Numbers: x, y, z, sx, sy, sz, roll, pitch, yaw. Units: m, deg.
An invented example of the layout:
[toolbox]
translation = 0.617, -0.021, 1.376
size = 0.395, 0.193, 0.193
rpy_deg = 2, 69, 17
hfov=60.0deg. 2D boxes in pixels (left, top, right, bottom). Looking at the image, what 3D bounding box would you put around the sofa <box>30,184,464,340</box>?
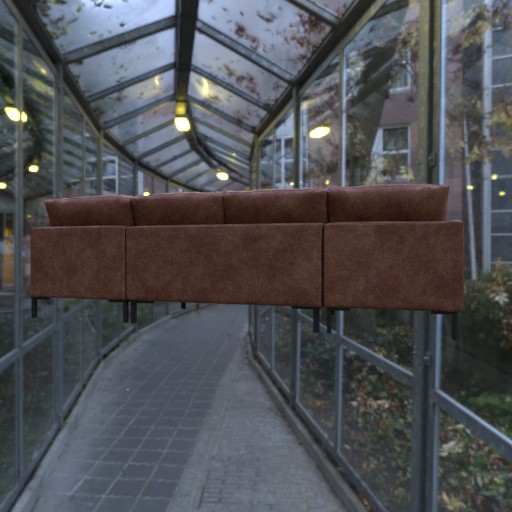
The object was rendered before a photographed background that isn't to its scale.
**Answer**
[sofa]
translation = 0.000, 0.000, 3.749
size = 2.956, 0.900, 1.939
rpy_deg = 0, 1, 16
